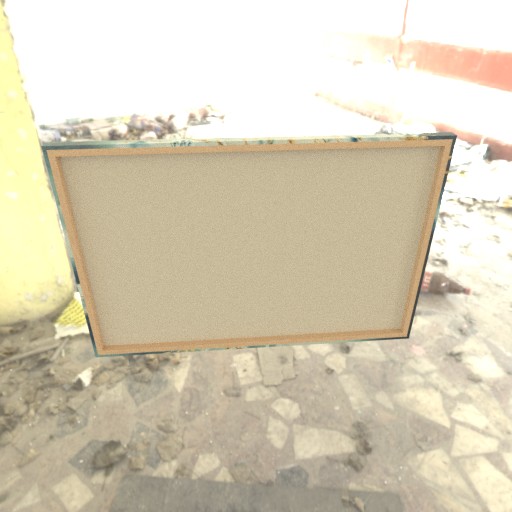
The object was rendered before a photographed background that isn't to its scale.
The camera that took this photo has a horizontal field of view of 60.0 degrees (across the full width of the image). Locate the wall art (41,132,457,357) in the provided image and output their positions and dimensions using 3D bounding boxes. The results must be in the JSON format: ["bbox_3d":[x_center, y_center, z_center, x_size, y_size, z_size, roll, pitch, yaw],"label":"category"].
[{"bbox_3d":[0.000,0.000,1.422,1.138,0.759,0.035,-3,32,-4],"label":"wall art"}]
